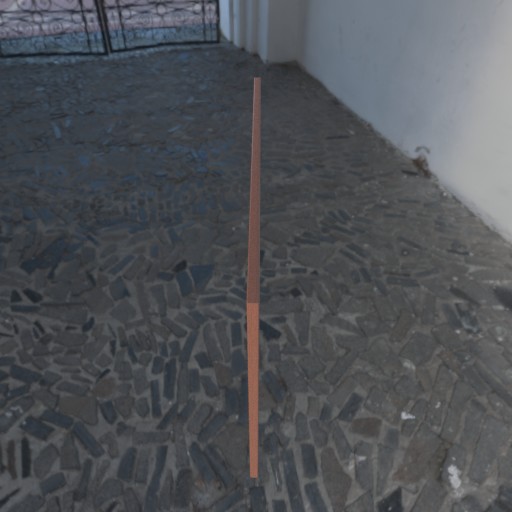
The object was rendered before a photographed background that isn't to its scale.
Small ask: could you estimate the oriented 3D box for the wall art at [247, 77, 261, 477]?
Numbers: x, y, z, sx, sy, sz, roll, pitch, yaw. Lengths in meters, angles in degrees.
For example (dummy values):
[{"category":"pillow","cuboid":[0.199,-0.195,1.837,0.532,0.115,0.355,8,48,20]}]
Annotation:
[{"category":"wall art","cuboid":[0.000,0.000,0.873,0.014,0.455,0.660,0,42,0]}]
